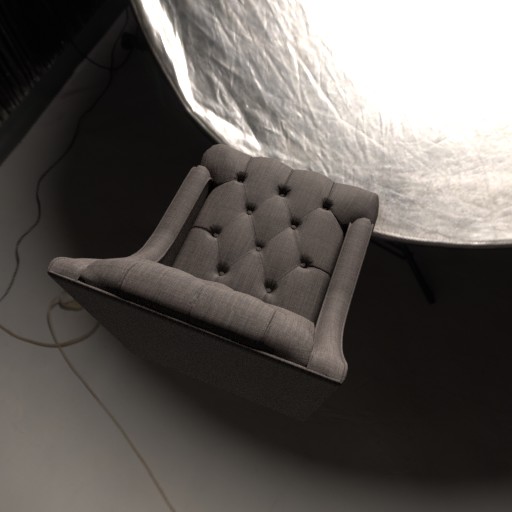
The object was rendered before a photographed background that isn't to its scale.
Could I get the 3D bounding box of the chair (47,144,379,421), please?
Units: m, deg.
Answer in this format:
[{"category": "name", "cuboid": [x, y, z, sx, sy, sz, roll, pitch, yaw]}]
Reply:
[{"category": "chair", "cuboid": [0.000, 0.000, 1.395, 0.655, 0.891, 0.771, 19, 66, 9]}]
